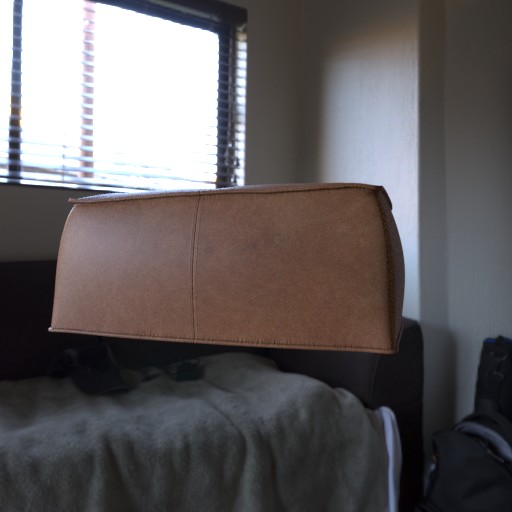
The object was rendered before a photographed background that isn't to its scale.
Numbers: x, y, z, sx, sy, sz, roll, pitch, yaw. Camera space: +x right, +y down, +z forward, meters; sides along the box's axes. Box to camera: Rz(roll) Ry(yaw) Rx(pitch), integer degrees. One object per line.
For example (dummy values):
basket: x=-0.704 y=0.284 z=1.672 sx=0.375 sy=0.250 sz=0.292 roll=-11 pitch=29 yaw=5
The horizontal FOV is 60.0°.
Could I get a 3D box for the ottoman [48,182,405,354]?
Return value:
ottoman: x=0.000 y=0.000 z=1.416 sx=0.902 sy=0.395 sz=0.901 roll=0 pitch=0 yaw=18
